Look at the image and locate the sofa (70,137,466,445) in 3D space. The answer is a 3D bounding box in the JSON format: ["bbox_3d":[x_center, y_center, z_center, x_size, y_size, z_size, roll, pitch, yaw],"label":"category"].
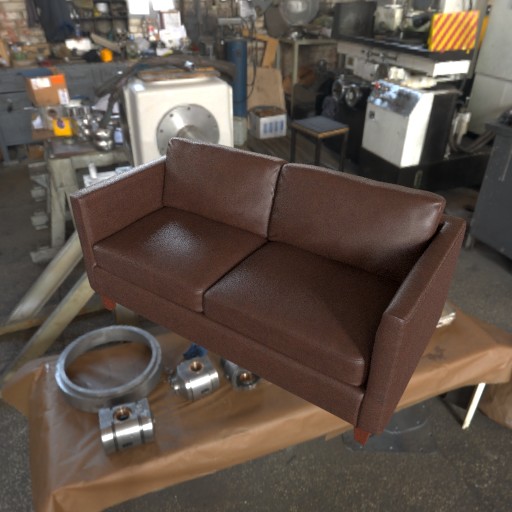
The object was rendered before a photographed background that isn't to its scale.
[{"bbox_3d":[0.000,0.000,2.425,1.883,0.933,0.951,20,37,28],"label":"sofa"}]
